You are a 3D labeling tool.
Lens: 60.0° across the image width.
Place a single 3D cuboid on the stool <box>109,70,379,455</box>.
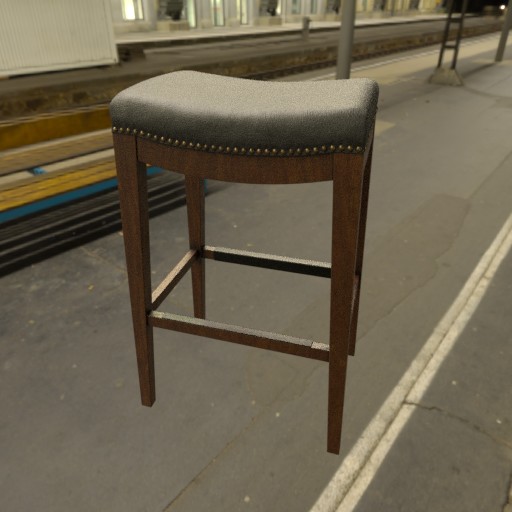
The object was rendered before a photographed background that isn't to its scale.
[{"bbox_3d":[0.000,0.000,1.027,0.500,0.765,0.361,9,31,14],"label":"stool"}]
